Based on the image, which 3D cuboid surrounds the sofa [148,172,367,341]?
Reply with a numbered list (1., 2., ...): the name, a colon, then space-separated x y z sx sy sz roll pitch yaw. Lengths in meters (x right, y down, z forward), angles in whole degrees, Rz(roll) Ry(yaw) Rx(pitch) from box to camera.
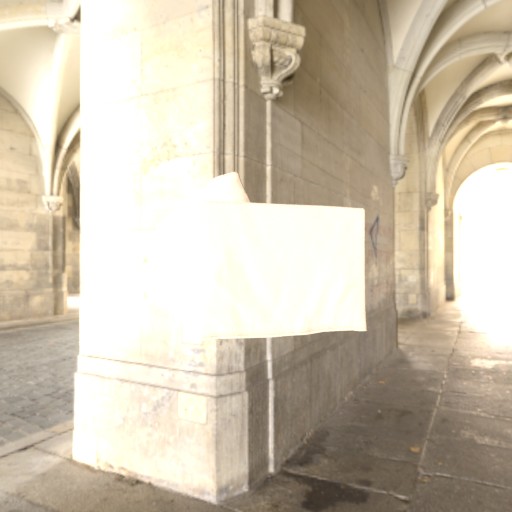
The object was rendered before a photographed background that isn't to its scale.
1. sofa: 0.000 0.000 3.904 1.622 0.871 3.206 0 -1 -18
